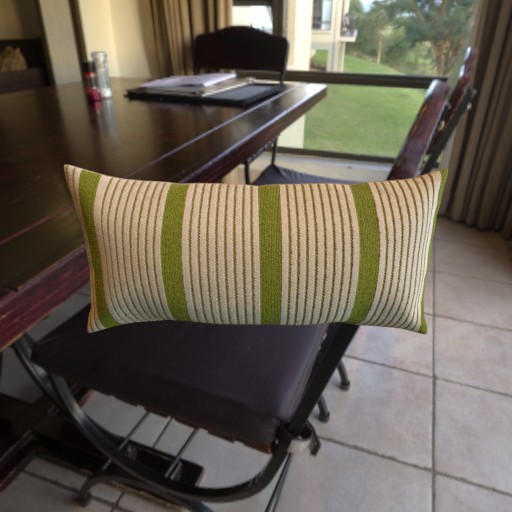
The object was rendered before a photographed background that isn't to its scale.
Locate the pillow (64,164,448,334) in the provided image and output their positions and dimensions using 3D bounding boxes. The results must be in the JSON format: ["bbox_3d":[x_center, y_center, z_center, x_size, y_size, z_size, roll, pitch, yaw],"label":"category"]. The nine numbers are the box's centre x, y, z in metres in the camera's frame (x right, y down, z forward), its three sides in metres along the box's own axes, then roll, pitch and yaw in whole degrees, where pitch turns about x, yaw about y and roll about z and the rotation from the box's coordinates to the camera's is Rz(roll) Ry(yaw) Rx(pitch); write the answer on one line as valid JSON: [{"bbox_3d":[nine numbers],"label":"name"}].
[{"bbox_3d":[0.000,0.000,0.742,0.608,0.292,0.156,0,29,1],"label":"pillow"}]
